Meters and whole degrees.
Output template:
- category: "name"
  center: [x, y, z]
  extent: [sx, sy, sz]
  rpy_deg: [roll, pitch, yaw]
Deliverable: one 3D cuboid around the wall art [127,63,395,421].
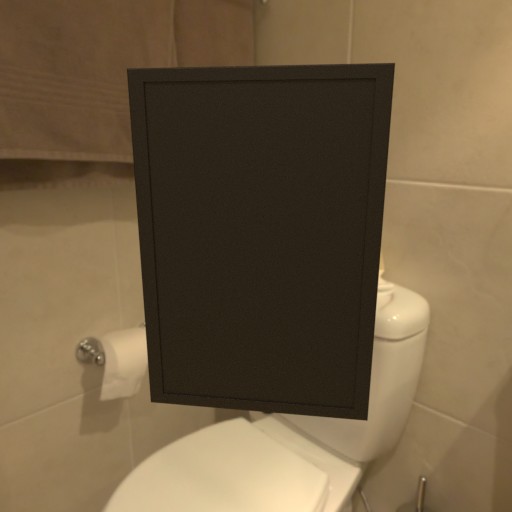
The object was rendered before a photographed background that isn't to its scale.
- category: "wall art"
  center: [0.000, 0.000, 0.832]
  extent: [0.451, 0.661, 0.012]
  rpy_deg: [2, 16, 8]
